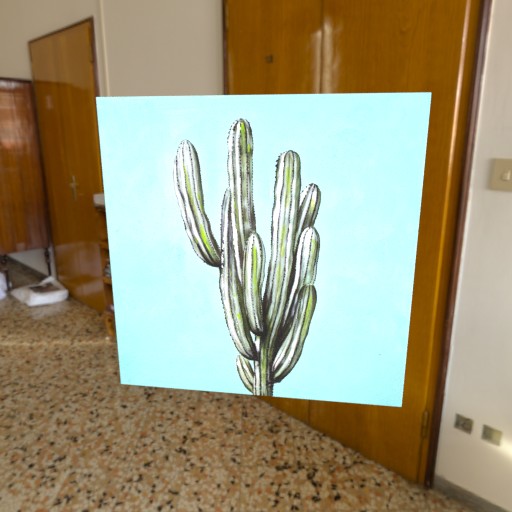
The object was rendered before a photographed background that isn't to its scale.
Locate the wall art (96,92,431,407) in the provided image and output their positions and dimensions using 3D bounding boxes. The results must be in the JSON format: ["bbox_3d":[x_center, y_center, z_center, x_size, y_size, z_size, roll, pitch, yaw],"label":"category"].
[{"bbox_3d":[0.000,0.000,0.883,0.603,0.603,0.036,2,15,8],"label":"wall art"}]
